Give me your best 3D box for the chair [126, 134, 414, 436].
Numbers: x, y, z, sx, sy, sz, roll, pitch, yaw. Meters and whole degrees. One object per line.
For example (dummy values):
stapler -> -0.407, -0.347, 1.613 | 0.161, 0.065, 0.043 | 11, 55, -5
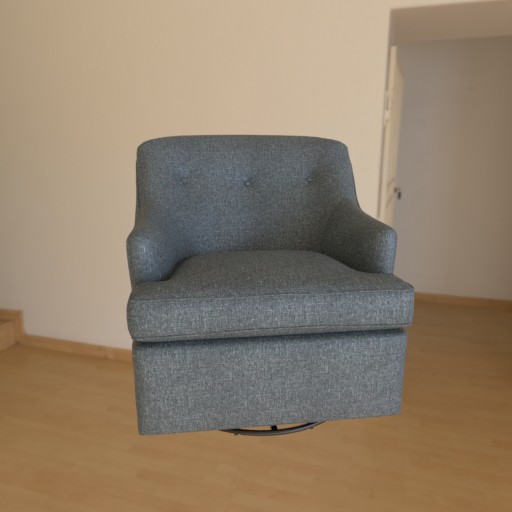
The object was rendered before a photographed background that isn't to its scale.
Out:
chair -> 0.000, 0.000, 1.576 | 0.864, 0.856, 0.923 | -2, 14, -7
